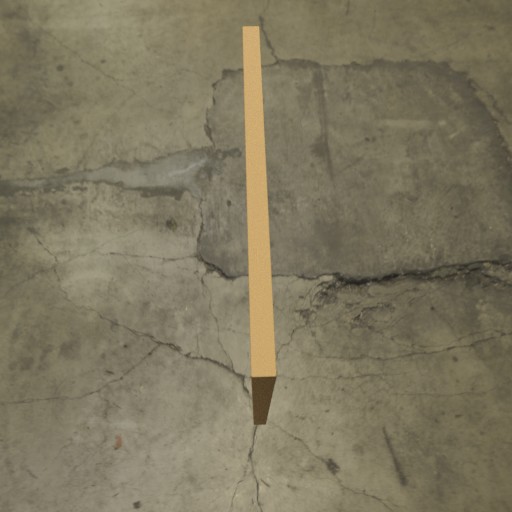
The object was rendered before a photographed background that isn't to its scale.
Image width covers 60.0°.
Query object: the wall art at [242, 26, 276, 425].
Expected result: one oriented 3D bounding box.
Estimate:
[{"bbox_3d":[0.000,0.000,1.157,0.037,0.761,0.761,-2,64,-1],"label":"wall art"}]
